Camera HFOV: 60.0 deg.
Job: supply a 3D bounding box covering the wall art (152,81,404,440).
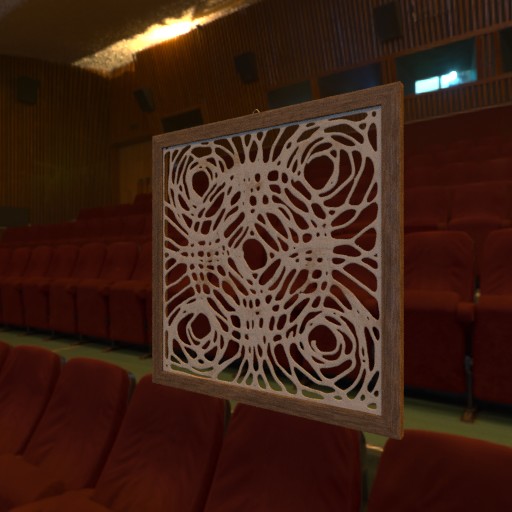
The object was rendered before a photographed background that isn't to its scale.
[{"bbox_3d":[0.000,0.000,0.859,0.561,0.576,0.021,0,0,35],"label":"wall art"}]
